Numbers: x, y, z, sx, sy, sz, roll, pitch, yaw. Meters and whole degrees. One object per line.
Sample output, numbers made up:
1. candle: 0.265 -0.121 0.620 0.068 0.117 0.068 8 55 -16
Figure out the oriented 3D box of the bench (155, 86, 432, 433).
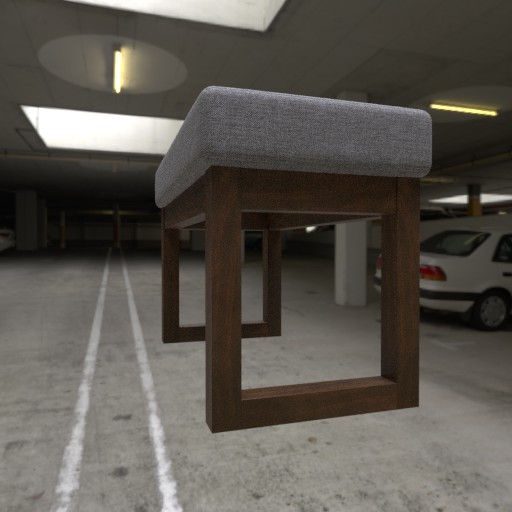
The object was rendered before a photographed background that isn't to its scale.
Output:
1. bench: 0.000 0.000 0.948 0.366 0.467 0.681 0 1 -18
